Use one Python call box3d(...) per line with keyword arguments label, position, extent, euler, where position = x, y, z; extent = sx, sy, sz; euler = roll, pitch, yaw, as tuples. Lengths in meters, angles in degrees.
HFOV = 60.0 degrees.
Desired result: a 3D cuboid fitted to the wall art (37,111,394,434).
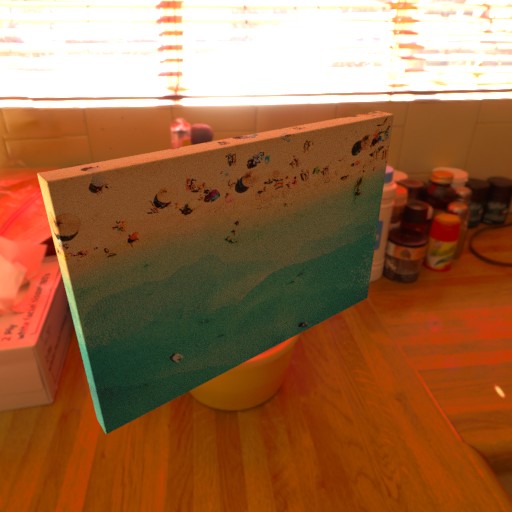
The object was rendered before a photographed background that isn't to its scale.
box3d(label="wall art", position=(0.000, 0.000, 0.759), extent=(0.609, 0.406, 0.039), euler=(-20, 35, -32))
